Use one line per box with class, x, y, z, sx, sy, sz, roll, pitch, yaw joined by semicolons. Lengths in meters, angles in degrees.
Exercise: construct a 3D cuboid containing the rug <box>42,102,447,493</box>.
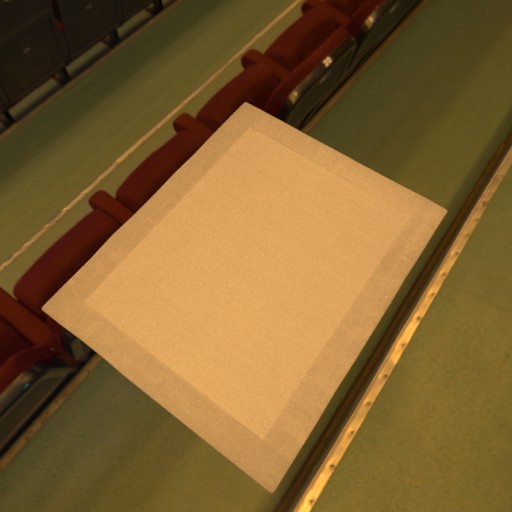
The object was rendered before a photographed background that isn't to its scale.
rug;0.000;0.000;4.032;2.430;0.018;2.976;33;67;15
